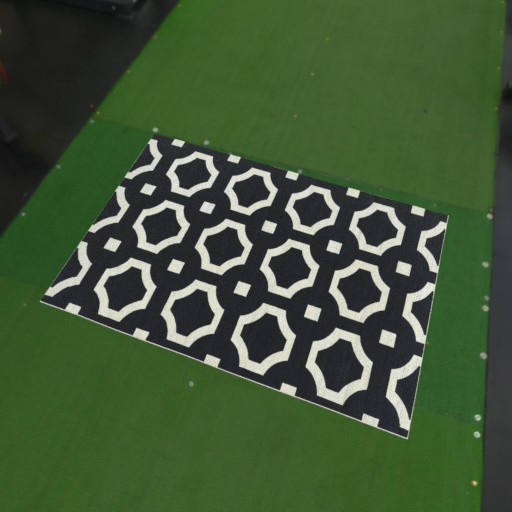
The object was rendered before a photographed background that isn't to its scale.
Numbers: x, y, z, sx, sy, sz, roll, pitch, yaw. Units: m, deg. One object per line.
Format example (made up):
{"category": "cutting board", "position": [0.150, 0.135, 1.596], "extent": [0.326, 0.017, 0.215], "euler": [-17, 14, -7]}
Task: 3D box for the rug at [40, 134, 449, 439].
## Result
{"category": "rug", "position": [0.000, 0.000, 2.917], "extent": [2.286, 0.016, 1.555], "euler": [18, 61, 10]}
